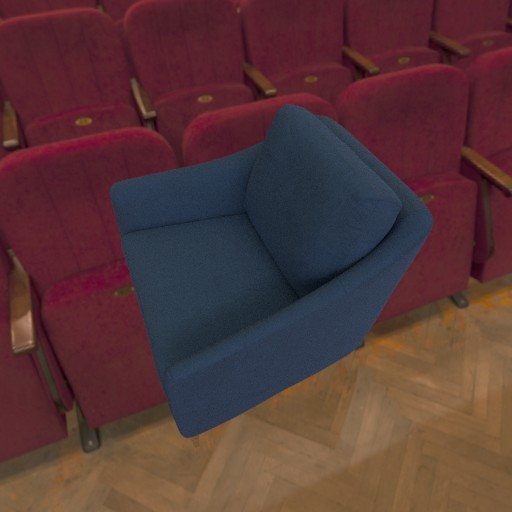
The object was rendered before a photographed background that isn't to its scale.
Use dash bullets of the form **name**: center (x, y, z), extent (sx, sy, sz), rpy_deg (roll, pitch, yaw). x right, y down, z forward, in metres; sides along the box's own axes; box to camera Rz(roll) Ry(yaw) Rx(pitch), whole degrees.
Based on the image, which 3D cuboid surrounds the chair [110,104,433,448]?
- **chair**: center (0.000, 0.000, 1.744), extent (0.961, 0.899, 0.987), rpy_deg (-16, 48, -15)
